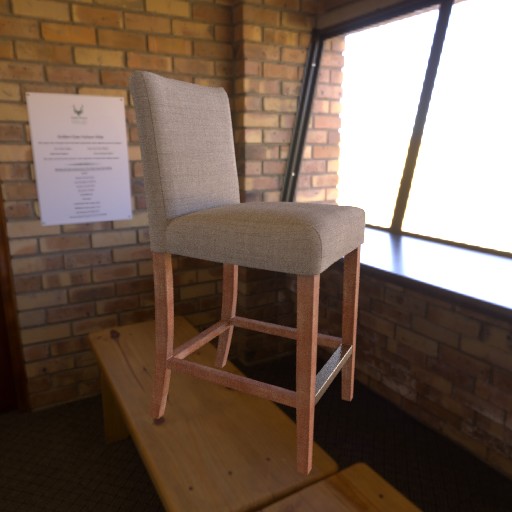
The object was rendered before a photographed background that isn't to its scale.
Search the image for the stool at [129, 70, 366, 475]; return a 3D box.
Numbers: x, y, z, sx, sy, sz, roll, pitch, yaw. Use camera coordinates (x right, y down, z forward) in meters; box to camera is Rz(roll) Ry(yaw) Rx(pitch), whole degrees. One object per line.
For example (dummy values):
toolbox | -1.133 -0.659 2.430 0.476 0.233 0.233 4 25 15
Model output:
stool | 0.000 0.000 1.352 0.567 1.039 0.454 7 16 27
